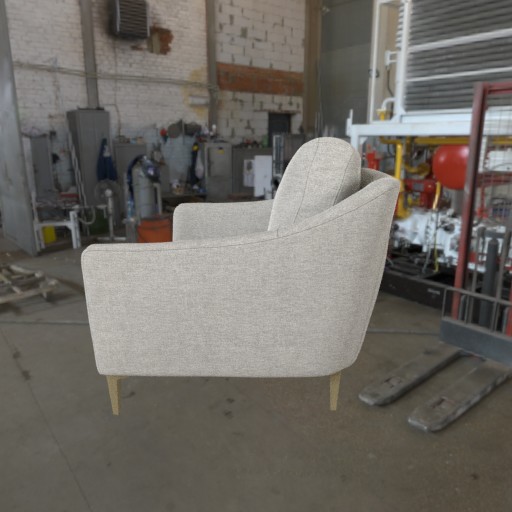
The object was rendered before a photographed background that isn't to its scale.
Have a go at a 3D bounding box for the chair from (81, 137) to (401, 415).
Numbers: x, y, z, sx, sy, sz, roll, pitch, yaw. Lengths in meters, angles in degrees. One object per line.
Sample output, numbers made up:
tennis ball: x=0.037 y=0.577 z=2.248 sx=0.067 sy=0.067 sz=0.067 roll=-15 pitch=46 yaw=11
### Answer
chair: x=0.000 y=0.000 z=1.747 sx=0.961 sy=0.902 sz=0.986 roll=2 pitch=15 yaw=7
